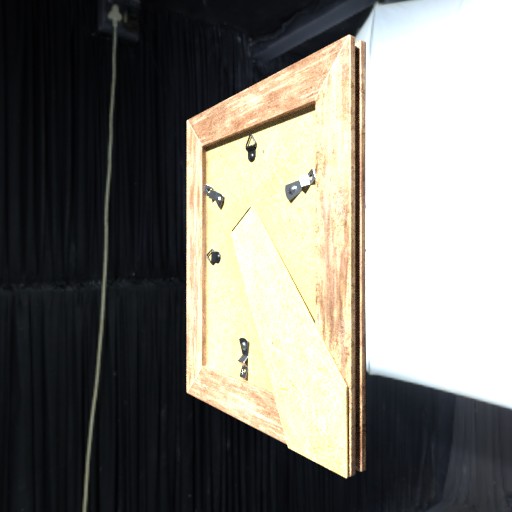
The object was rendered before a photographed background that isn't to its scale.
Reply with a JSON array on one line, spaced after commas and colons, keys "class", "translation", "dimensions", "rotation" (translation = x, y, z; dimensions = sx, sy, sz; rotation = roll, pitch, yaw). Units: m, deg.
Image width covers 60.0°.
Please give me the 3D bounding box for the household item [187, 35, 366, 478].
[{"class": "household item", "translation": [0.000, 0.000, 0.315], "dimensions": [0.018, 0.237, 0.186], "rotation": [0, 0, -37]}]
